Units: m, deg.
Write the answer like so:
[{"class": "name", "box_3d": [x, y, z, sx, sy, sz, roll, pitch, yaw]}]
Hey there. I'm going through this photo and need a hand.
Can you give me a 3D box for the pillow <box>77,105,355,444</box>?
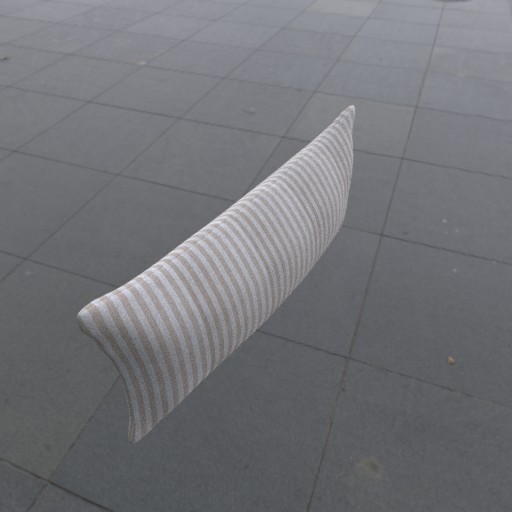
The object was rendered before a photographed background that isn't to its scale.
[{"class": "pillow", "box_3d": [0.000, 0.000, 0.729, 0.151, 0.295, 0.617, 26, 49, 26]}]
